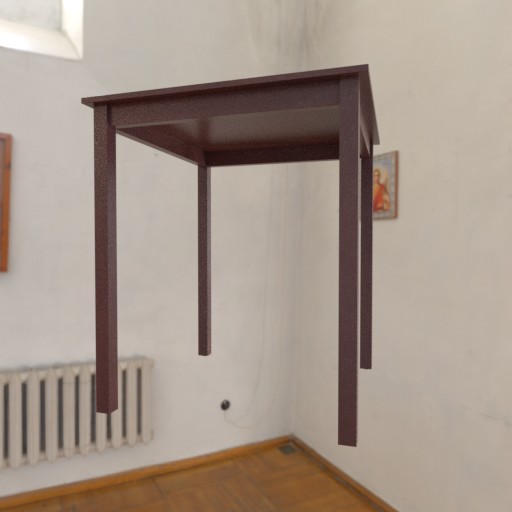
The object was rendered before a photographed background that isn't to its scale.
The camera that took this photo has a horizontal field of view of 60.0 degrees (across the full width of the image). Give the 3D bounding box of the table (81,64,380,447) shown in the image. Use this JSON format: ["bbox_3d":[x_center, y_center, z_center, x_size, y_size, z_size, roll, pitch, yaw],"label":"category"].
[{"bbox_3d":[0.000,0.000,1.662,0.861,0.991,0.861,0,2,17],"label":"table"}]
